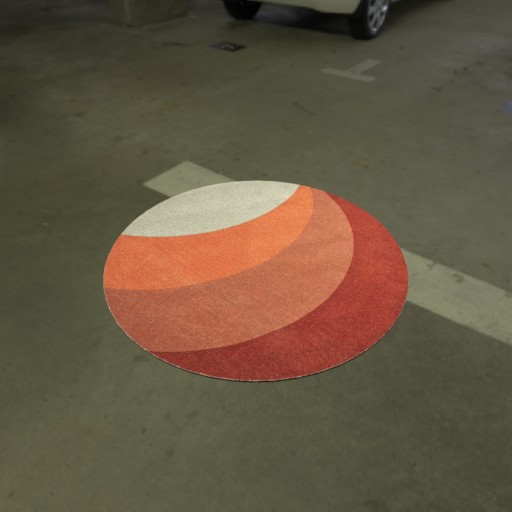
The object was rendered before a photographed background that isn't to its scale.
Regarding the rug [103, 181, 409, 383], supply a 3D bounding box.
[{"bbox_3d":[0.000,0.000,2.275,1.514,0.015,1.514,0,39,0],"label":"rug"}]
